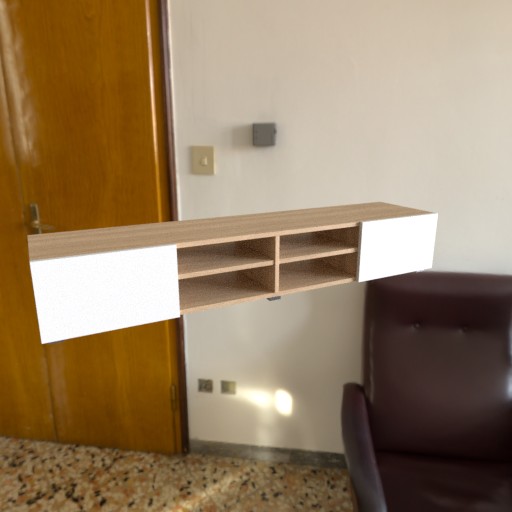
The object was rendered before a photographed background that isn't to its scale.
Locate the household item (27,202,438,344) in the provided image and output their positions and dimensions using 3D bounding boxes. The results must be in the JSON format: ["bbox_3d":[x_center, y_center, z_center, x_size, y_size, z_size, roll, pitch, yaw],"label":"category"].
[{"bbox_3d":[0.000,0.000,2.051,1.850,0.310,0.420,-8,18,-26],"label":"household item"}]
